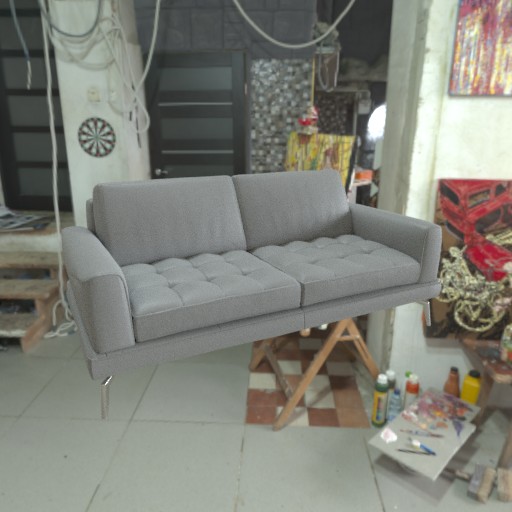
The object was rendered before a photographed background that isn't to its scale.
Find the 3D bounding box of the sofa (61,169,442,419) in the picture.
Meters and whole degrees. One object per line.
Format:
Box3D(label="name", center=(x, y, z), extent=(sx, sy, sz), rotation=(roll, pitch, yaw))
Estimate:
Box3D(label="sofa", center=(0.000, 0.000, 2.761), extent=(2.177, 0.930, 1.121), rotation=(-8, 19, -26))
